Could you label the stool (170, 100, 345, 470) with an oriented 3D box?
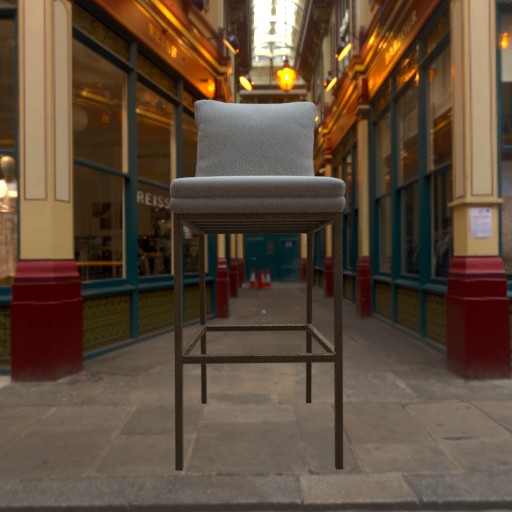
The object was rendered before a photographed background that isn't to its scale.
[{"bbox_3d":[0.000,0.000,1.435,0.463,1.125,0.572,0,0,-1],"label":"stool"}]
